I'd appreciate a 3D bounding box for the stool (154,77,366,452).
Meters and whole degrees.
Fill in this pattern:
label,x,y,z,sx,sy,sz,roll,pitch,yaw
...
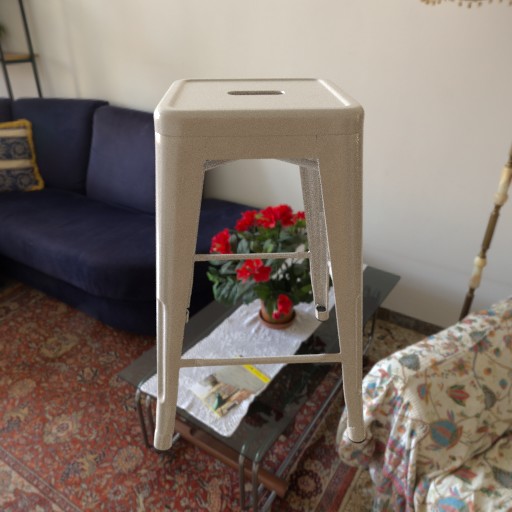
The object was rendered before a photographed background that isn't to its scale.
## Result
label,x,y,z,sx,sy,sz,roll,pitch,yaw
stool,0.000,0.000,0.860,0.406,0.610,0.406,-1,30,-3
